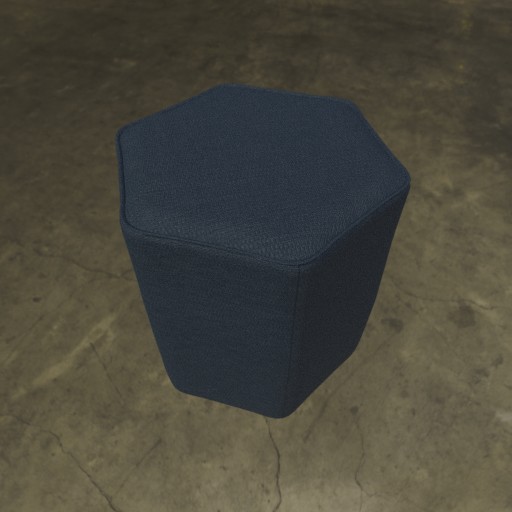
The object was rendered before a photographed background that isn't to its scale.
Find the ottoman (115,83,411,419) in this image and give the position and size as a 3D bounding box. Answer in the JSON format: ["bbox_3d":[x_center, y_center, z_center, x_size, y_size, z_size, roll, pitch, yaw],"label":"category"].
[{"bbox_3d":[0.000,0.000,0.884,0.492,0.505,0.454,15,49,13],"label":"ottoman"}]
